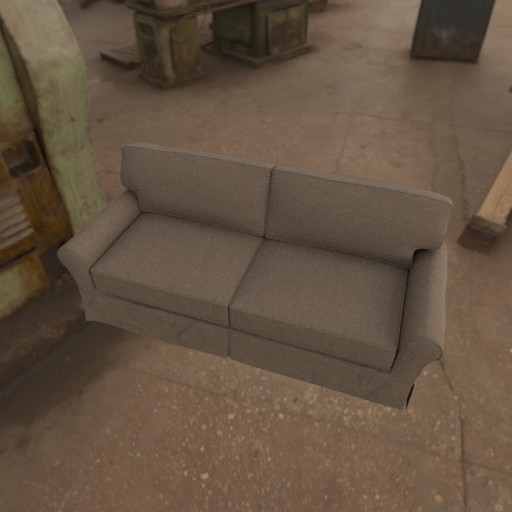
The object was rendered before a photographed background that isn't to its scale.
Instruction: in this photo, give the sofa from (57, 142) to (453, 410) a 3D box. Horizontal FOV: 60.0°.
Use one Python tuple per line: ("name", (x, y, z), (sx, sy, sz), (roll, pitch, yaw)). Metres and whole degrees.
("sofa", (0.000, 0.000, 2.775), (2.248, 0.943, 0.991), (13, 42, 14))
